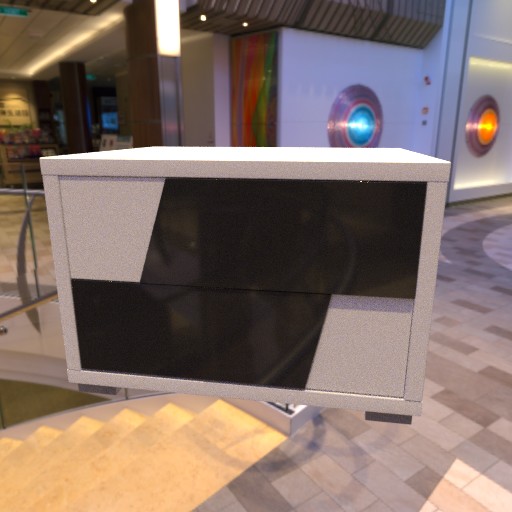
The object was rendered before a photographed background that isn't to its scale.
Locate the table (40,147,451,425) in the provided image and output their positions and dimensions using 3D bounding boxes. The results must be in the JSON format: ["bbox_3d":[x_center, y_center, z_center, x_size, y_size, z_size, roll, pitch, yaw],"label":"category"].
[{"bbox_3d":[0.000,0.000,0.783,0.517,0.357,0.399,3,16,9],"label":"table"}]
